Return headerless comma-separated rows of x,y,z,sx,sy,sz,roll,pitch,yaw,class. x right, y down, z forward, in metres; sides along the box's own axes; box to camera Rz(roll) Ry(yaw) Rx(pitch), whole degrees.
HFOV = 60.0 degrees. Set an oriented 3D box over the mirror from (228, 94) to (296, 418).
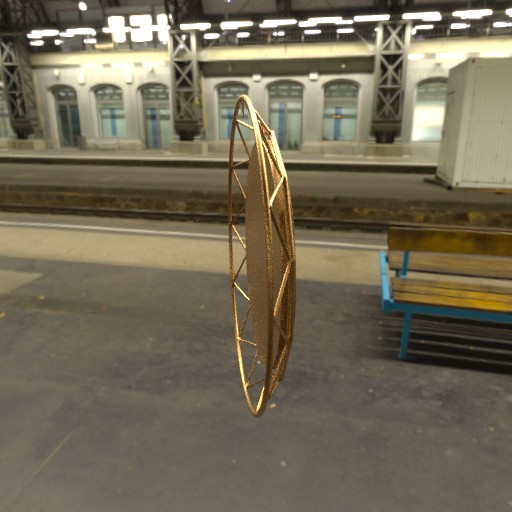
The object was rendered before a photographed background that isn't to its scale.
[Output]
0.000,0.000,0.664,0.043,0.454,0.454,-3,17,-8,mirror
